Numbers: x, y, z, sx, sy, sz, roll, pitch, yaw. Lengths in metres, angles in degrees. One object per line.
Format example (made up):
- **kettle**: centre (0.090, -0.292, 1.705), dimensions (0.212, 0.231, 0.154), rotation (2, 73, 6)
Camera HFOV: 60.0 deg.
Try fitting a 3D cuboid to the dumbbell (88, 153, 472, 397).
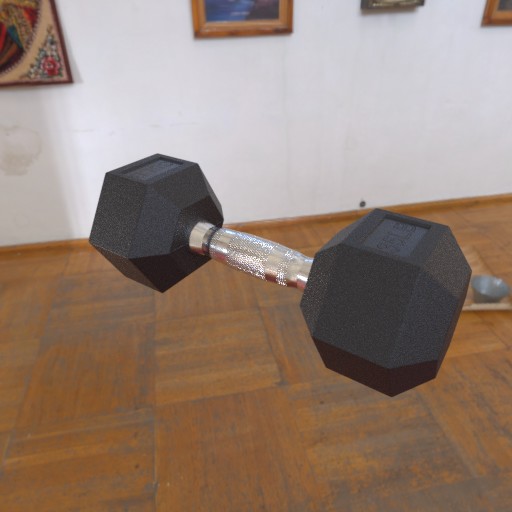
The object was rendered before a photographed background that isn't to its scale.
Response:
- **dumbbell**: centre (0.000, 0.000, 0.417), dimensions (0.356, 0.123, 0.141), rotation (19, 36, 28)
